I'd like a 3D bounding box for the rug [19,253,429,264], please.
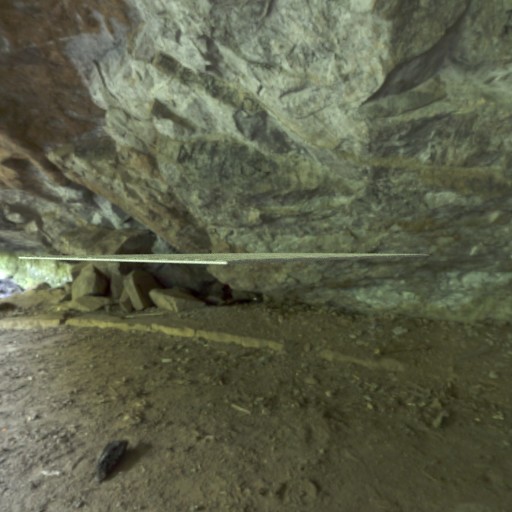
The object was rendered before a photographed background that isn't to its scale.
[{"bbox_3d":[0.000,0.000,2.283,1.206,0.012,1.824,1,1,38],"label":"rug"}]
